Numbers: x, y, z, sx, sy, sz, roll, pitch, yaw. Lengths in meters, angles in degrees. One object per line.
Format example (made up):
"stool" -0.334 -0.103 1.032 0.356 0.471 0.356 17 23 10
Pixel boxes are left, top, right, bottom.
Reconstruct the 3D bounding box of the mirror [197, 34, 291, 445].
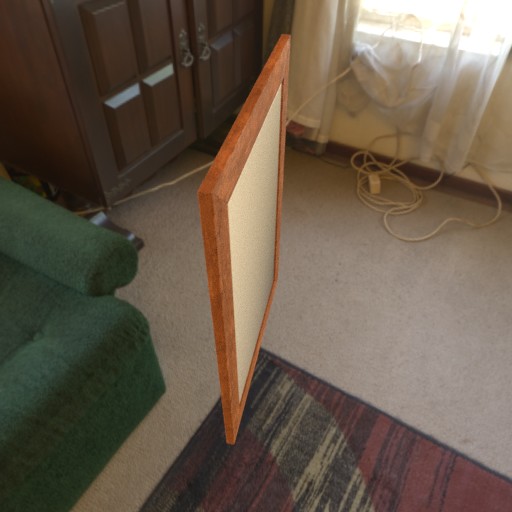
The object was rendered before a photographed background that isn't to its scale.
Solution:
"mirror" 0.000 0.000 1.439 0.028 1.099 0.796 9 46 9
